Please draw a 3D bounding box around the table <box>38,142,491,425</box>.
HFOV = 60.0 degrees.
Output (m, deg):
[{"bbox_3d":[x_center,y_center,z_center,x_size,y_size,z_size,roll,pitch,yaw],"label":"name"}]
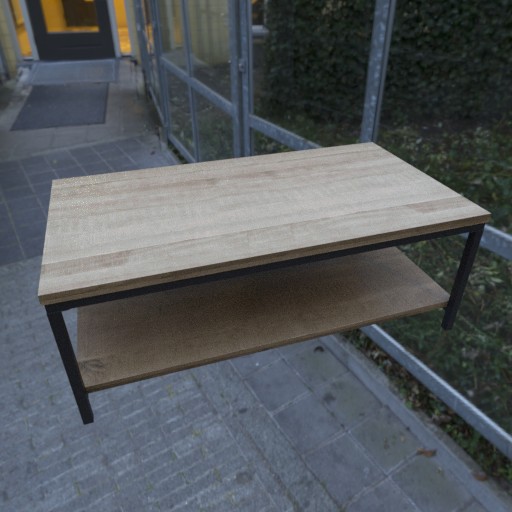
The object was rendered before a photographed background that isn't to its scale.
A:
[{"bbox_3d":[0.000,0.000,1.313,1.062,0.393,0.574,-10,34,-15],"label":"table"}]
